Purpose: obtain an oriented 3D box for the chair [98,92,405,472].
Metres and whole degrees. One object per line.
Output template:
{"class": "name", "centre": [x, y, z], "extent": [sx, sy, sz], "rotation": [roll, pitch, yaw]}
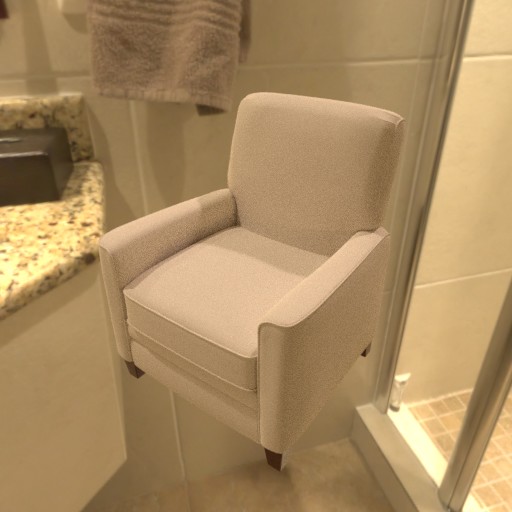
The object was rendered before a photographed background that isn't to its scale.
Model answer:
{"class": "chair", "centre": [0.000, 0.000, 1.650], "extent": [0.841, 1.028, 0.858], "rotation": [20, 35, 31]}
